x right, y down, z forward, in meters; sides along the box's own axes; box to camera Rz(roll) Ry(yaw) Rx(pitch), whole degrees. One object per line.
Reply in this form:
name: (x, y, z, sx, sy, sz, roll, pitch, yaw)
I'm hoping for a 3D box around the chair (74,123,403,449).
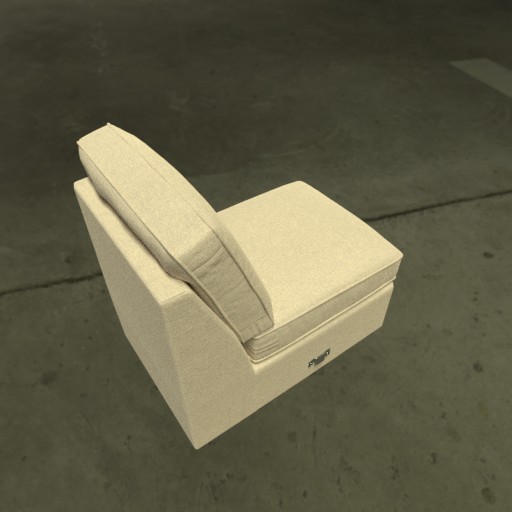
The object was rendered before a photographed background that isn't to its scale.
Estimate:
chair: (0.000, 0.000, 1.575, 0.938, 0.970, 0.621, -26, 48, -25)
